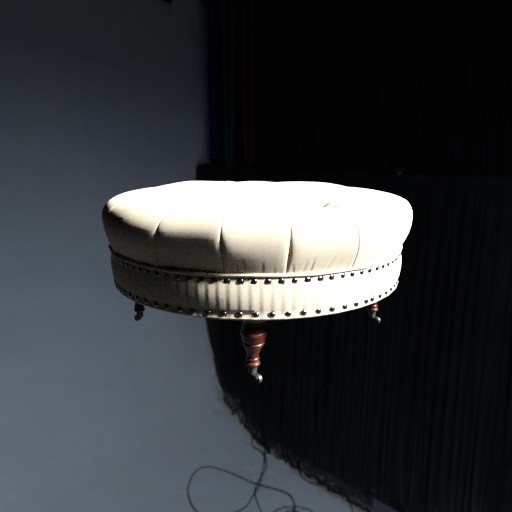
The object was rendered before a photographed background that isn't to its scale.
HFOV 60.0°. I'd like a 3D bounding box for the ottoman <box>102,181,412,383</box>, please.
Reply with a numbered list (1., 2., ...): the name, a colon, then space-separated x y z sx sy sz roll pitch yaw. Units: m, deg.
1. ottoman: 0.000 0.000 1.370 0.901 0.439 0.901 0 13 0
